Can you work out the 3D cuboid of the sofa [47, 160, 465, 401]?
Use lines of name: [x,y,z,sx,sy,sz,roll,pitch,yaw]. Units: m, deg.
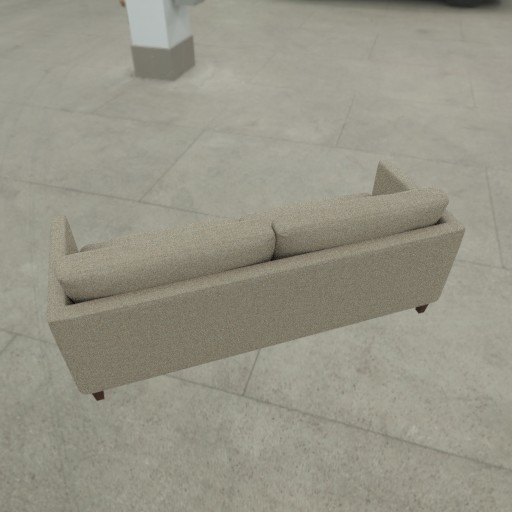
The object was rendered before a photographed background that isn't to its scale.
sofa: [0.000,0.000,2.916,2.434,0.965,0.951,-12,42,-14]
